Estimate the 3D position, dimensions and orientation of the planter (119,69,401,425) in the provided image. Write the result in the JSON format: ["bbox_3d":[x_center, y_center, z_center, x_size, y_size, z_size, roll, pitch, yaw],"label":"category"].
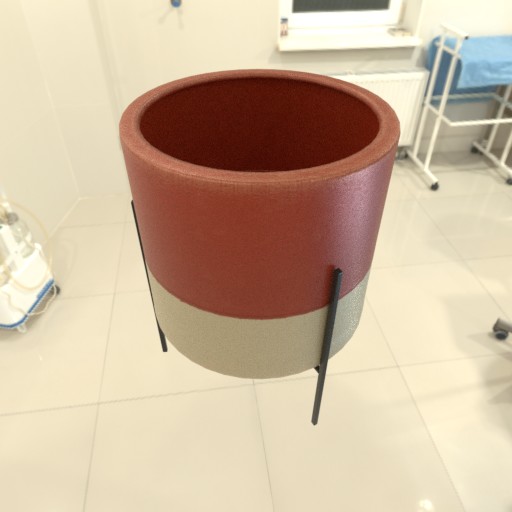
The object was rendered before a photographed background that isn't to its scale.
[{"bbox_3d":[0.000,0.000,0.698,0.354,0.465,0.345,-1,40,-1],"label":"planter"}]
